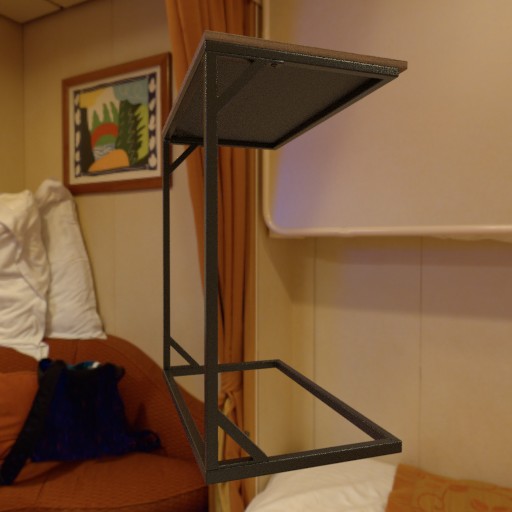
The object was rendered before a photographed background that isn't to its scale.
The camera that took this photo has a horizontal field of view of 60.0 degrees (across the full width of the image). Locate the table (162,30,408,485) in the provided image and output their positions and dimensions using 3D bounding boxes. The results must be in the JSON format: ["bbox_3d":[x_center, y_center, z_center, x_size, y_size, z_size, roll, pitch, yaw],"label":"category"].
[{"bbox_3d":[0.000,0.000,0.992,0.351,0.673,0.597,0,1,-18],"label":"table"}]
